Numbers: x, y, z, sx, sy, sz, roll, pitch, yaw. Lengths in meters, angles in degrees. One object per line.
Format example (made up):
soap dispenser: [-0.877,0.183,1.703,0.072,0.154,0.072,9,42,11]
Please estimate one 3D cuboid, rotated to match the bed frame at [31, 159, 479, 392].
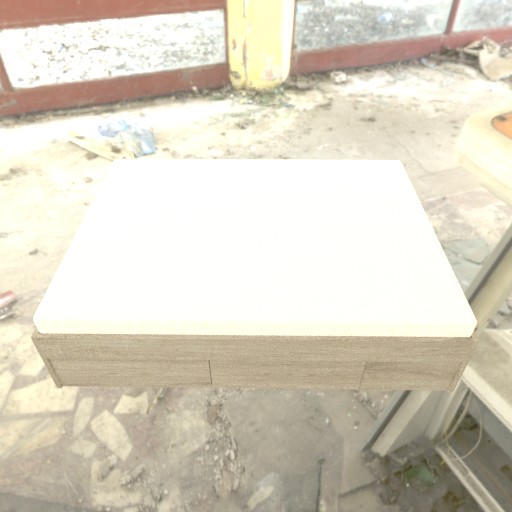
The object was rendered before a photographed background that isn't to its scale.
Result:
bed frame: [0.000,0.000,2.564,1.944,0.490,1.448,0,41,0]
